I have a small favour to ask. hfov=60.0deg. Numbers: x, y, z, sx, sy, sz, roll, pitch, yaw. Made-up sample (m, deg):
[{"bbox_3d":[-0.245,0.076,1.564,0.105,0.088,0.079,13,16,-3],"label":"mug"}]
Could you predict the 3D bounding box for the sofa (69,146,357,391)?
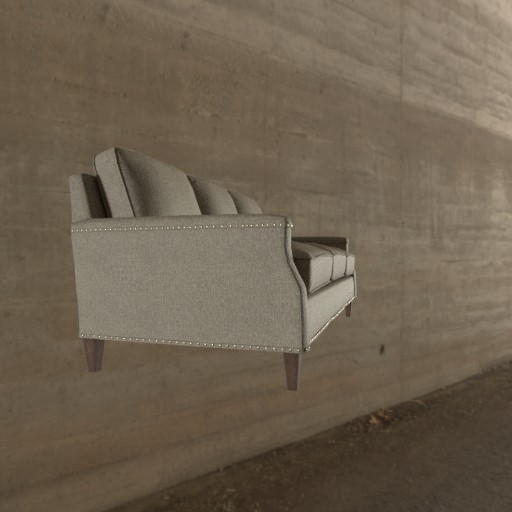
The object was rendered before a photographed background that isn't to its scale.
[{"bbox_3d":[0.000,0.000,2.814,1.084,1.003,2.246,0,0,17],"label":"sofa"}]
